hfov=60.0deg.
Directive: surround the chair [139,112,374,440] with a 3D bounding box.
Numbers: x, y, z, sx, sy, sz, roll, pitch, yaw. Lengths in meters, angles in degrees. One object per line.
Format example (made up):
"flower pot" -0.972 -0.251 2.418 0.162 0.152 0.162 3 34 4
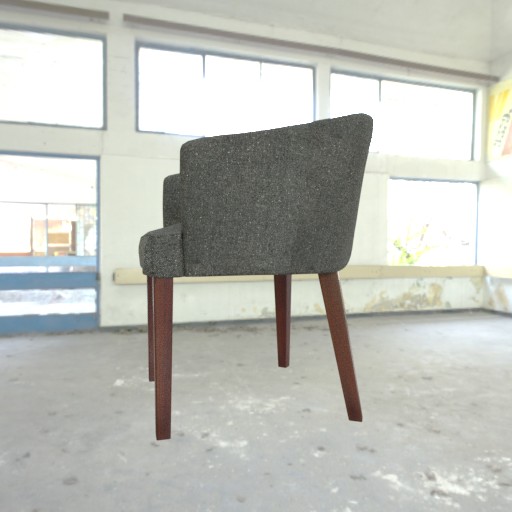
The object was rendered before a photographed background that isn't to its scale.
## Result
"chair" 0.000 0.000 1.290 0.655 0.811 0.583 0 1 -16
